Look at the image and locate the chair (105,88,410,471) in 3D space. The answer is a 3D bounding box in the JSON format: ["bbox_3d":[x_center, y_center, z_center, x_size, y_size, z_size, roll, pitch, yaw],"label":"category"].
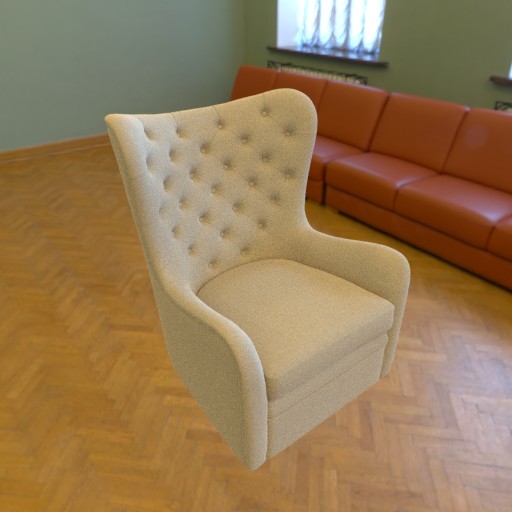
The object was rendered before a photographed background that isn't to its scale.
[{"bbox_3d":[0.000,0.000,1.717,0.831,1.079,0.929,-22,37,-32],"label":"chair"}]
